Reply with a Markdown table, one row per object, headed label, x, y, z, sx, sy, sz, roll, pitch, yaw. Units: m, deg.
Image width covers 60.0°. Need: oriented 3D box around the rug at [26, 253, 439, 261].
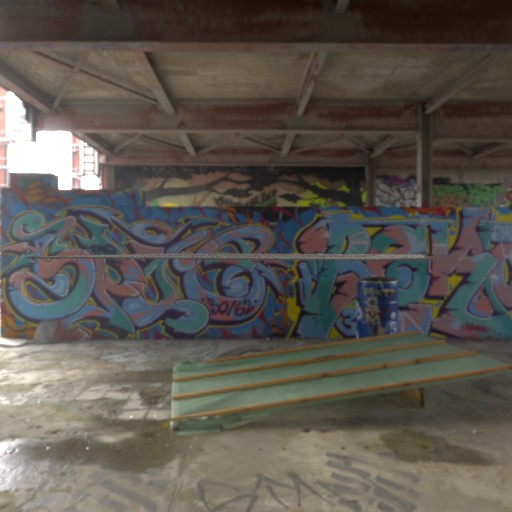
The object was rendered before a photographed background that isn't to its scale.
| label | x | y | z | sx | sy | sz | roll | pitch | yaw |
| --- | --- | --- | --- | --- | --- | --- | --- | --- | --- |
| rug | 0.000 | 0.000 | 4.188 | 3.069 | 0.026 | 2.451 | 0 | 1 | 19 |
